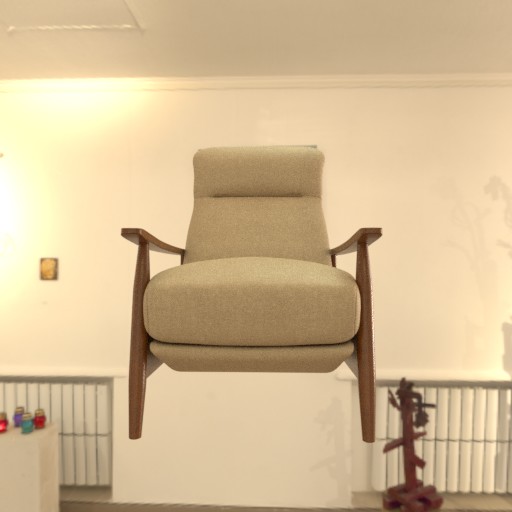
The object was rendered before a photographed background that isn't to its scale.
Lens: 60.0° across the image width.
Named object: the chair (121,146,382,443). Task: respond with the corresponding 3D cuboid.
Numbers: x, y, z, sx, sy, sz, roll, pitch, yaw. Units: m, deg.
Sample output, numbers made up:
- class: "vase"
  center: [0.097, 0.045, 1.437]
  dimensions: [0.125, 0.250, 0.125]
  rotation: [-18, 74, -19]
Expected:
- class: "chair"
  center: [0.000, 0.000, 1.790]
  dimensions: [0.762, 1.082, 1.030]
  rotation: [0, 1, 2]
